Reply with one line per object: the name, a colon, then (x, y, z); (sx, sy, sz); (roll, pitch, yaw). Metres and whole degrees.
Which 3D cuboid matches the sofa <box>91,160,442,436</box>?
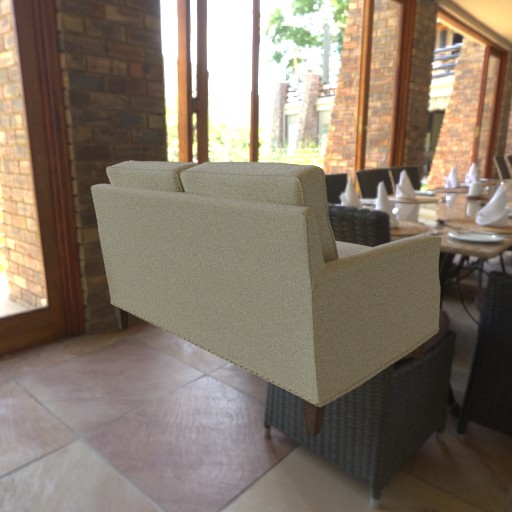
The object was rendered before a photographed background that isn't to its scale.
sofa: (0.000, 0.000, 2.348); (1.597, 1.003, 1.084); (13, 19, 43)
